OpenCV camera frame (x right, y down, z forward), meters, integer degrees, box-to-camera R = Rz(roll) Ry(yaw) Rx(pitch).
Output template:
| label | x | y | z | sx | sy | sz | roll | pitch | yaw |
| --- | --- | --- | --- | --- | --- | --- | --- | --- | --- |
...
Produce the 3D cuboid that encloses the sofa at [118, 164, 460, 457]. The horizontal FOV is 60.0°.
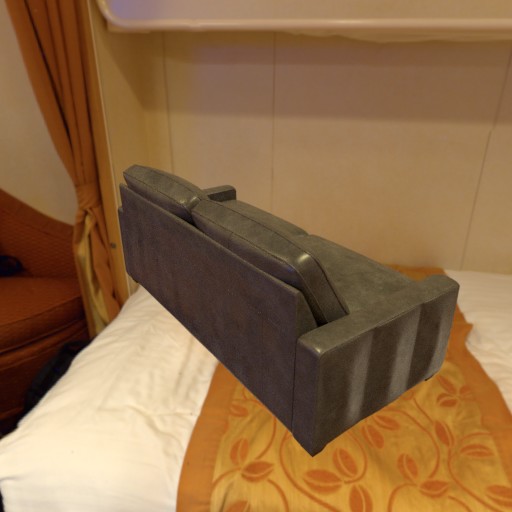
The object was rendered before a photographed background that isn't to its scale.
| label | x | y | z | sx | sy | sz | roll | pitch | yaw |
| --- | --- | --- | --- | --- | --- | --- | --- | --- | --- |
| sofa | 0.000 | 0.000 | 2.660 | 0.939 | 0.916 | 2.081 | -17 | 31 | -32 |
